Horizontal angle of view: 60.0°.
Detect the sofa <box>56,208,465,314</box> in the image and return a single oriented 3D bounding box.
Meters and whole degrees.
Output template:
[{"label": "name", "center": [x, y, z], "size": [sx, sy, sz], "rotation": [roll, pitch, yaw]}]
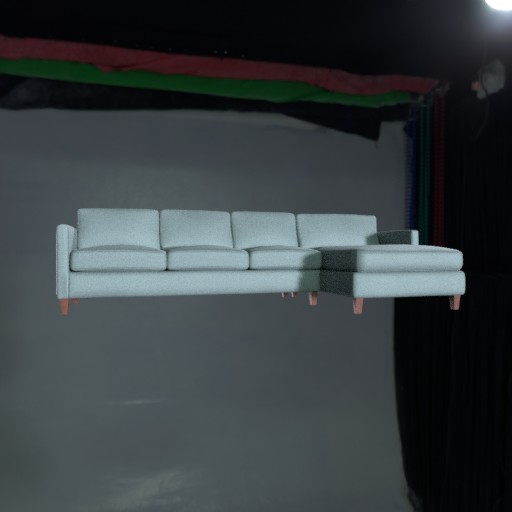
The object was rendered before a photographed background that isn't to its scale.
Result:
[{"label": "sofa", "center": [0.000, 0.000, 4.189], "size": [3.471, 0.950, 1.604], "rotation": [0, 0, -16]}]
